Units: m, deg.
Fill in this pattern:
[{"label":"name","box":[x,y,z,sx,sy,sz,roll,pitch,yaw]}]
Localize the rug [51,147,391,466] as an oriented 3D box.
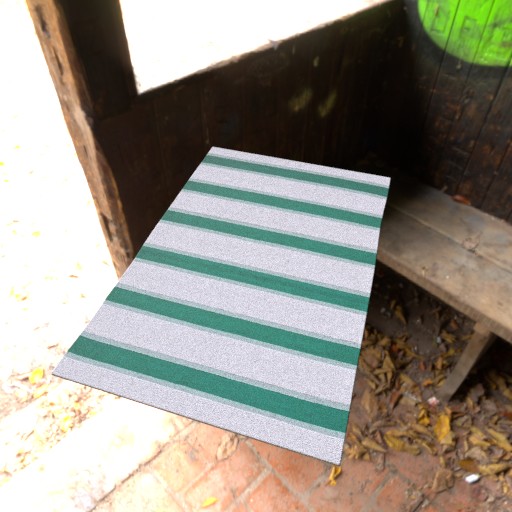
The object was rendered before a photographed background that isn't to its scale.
[{"label":"rug","box":[0.000,0.000,2.321,1.210,0.012,1.829,13,47,12]}]
